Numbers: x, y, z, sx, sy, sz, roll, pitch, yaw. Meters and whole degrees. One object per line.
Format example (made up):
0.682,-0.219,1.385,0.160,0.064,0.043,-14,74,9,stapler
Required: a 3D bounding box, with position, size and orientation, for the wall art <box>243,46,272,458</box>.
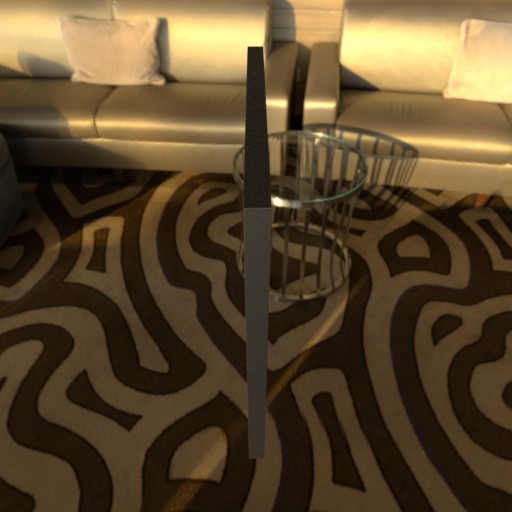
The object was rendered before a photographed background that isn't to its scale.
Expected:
0.000,0.000,0.717,0.025,0.508,0.432,0,42,0,wall art
